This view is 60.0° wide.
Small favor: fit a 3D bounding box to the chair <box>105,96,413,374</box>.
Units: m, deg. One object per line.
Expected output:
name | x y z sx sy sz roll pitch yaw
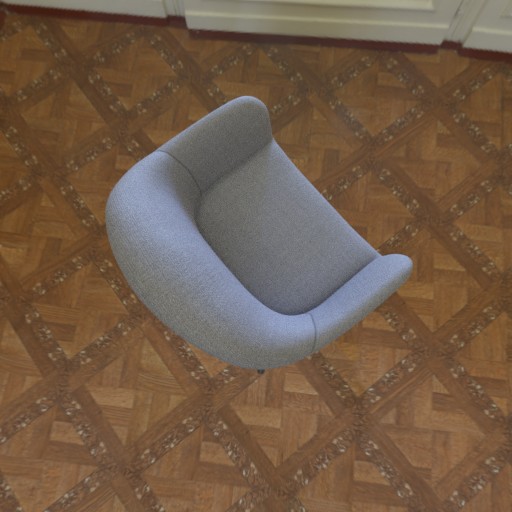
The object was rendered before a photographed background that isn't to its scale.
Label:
chair | 0.000 0.000 1.185 0.550 0.795 0.590 -38 78 -10
